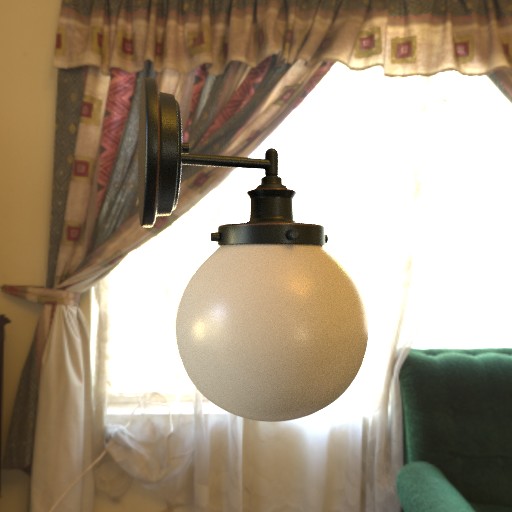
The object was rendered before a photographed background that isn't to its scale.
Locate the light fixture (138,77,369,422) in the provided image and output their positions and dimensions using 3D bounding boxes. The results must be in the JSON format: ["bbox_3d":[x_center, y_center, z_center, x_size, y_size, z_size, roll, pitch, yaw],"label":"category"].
[{"bbox_3d":[0.000,0.000,0.458,0.230,0.332,0.197,0,-1,-17],"label":"light fixture"}]
